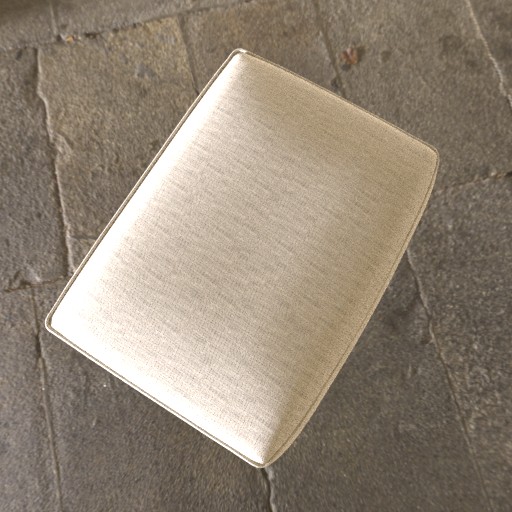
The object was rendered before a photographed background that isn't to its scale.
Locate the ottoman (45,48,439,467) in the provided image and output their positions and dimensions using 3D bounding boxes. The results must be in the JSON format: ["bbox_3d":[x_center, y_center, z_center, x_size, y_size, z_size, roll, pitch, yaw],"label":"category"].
[{"bbox_3d":[0.000,0.000,1.120,0.594,0.465,0.794,31,79,6],"label":"ottoman"}]
